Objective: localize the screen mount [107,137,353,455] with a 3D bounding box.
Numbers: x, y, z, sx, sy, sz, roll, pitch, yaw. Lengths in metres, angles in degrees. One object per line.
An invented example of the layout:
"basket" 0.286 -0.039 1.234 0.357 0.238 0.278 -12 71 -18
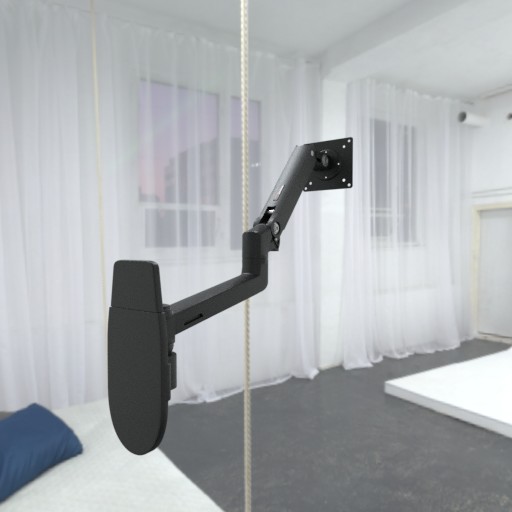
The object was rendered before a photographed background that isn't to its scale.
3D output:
"screen mount" 0.000 0.000 0.726 0.115 0.466 0.495 1 2 37
